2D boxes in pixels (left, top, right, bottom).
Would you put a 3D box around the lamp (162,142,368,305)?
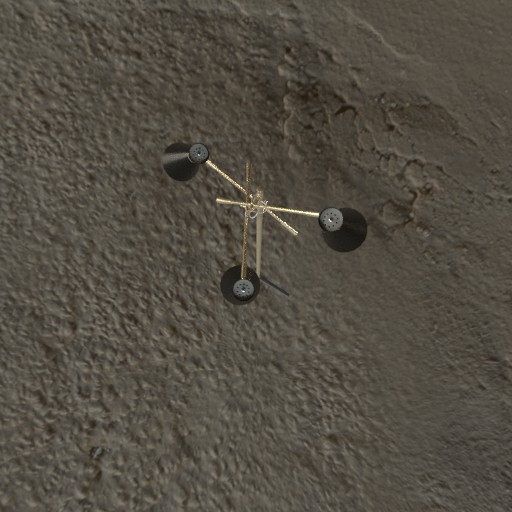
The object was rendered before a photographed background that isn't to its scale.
[{"bbox_3d":[0.000,0.000,2.205,0.750,1.804,0.653,1,76,0],"label":"lamp"}]
